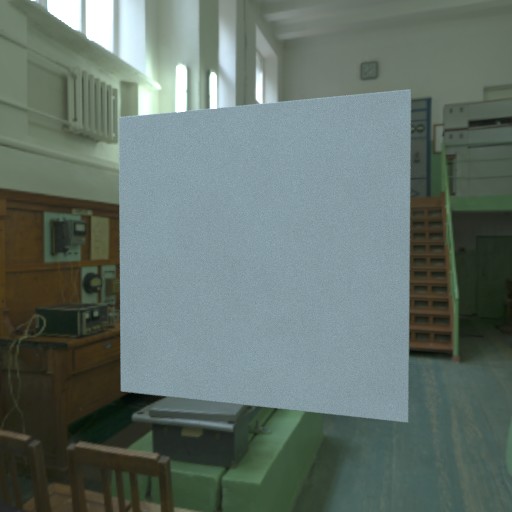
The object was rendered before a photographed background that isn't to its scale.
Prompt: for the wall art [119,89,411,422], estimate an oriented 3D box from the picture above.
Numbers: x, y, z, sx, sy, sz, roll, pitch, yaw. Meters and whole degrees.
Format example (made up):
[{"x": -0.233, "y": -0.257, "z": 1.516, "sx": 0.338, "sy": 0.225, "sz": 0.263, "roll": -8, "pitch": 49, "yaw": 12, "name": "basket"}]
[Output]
[{"x": 0.000, "y": 0.000, "z": 0.467, "sx": 0.305, "sy": 0.305, "sz": 0.038, "roll": 0, "pitch": 1, "yaw": 17, "name": "wall art"}]
